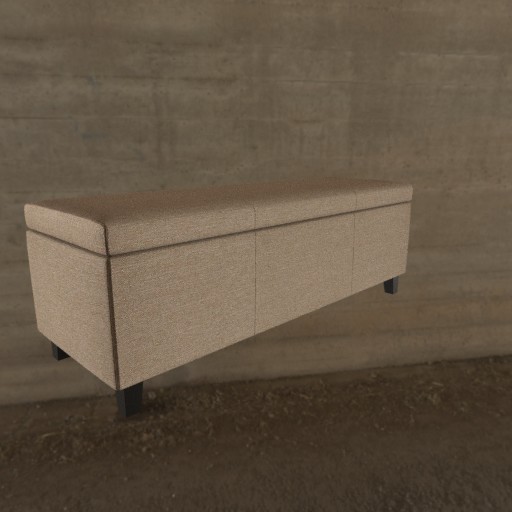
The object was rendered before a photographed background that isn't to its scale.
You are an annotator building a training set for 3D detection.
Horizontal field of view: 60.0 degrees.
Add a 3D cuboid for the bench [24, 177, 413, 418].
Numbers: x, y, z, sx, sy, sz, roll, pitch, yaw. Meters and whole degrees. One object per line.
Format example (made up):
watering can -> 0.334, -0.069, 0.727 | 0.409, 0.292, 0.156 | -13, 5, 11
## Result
bench -> 0.000, 0.000, 1.445 | 1.269, 0.438, 0.446 | -14, 19, -43
